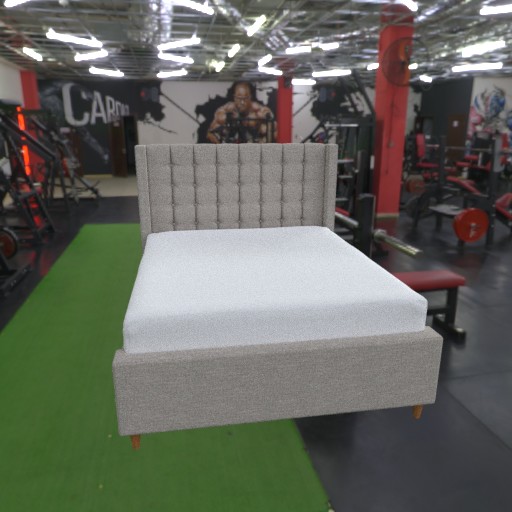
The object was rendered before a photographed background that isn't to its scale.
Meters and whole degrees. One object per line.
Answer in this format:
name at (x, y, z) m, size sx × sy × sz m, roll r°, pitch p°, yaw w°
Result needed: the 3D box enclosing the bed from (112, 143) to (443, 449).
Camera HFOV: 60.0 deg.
bed at (0.000, 0.000, 3.714) m, size 2.044 × 1.748 × 2.372 m, roll -3°, pitch 17°, yaw -9°
